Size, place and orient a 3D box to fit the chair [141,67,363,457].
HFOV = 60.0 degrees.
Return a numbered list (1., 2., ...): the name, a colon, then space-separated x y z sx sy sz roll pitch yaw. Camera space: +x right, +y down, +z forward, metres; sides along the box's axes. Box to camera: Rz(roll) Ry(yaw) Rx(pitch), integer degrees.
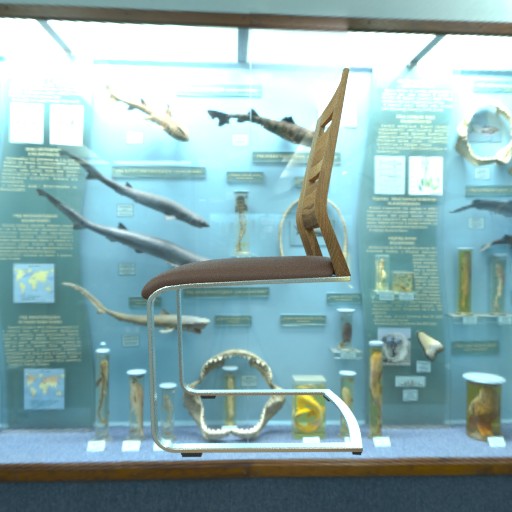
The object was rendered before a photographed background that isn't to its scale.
1. chair: 0.000 0.000 1.295 0.570 0.970 0.460 0 1 -1
